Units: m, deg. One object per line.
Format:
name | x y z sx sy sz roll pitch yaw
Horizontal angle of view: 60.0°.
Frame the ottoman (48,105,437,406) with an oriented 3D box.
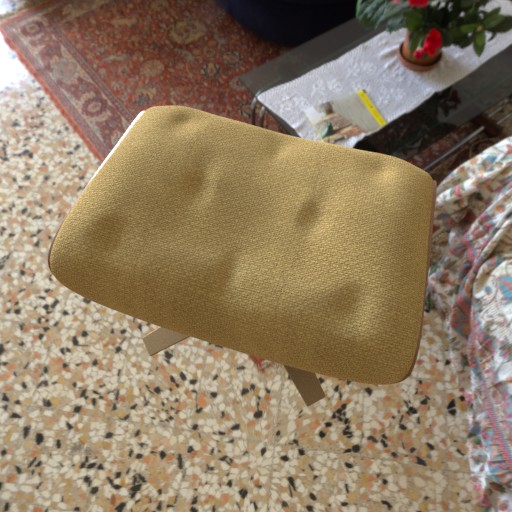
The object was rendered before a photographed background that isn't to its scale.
ottoman | 0.000 0.000 0.804 0.520 0.391 0.394 16 66 7
